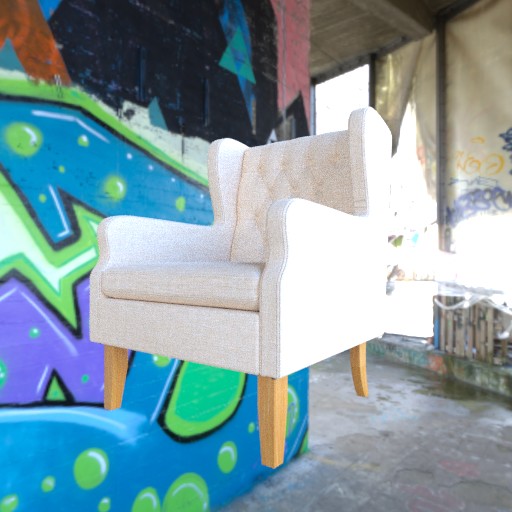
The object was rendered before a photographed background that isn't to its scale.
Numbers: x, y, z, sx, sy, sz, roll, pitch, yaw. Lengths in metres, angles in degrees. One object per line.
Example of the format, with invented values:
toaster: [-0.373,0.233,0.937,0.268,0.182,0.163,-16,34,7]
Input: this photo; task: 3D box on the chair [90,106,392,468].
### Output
chair: [0.000,0.000,1.434,0.710,0.930,0.760,0,0,38]
